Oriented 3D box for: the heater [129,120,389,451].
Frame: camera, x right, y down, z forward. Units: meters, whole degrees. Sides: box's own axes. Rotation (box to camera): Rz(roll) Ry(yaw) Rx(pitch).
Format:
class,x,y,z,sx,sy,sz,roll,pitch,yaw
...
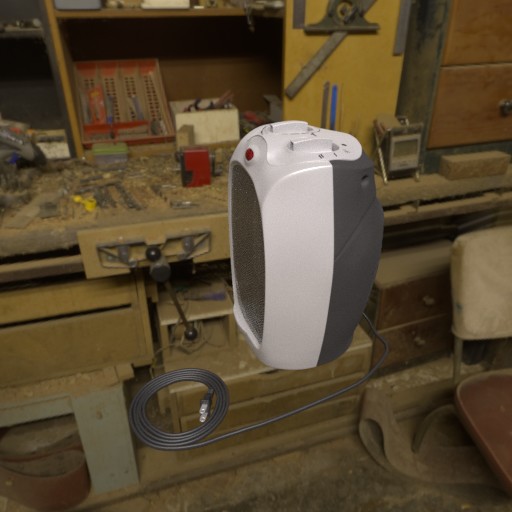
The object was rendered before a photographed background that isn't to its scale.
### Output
class,x,y,z,sx,sy,sz,roll,pitch,yaw
heater,0.000,0.000,0.456,0.291,0.240,0.239,-8,31,-13
